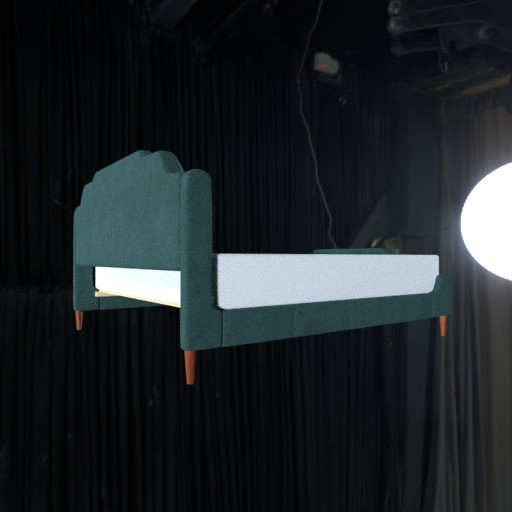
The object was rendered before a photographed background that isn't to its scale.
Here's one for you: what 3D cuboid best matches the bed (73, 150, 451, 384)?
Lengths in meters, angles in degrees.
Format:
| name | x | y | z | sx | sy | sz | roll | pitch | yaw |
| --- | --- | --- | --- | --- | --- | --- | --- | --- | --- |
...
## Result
| name | x | y | z | sx | sy | sz | roll | pitch | yaw |
| --- | --- | --- | --- | --- | --- | --- | --- | --- | --- |
| bed | 0.000 | 0.000 | 3.622 | 2.340 | 1.245 | 2.074 | 0 | 0 | -36 |
